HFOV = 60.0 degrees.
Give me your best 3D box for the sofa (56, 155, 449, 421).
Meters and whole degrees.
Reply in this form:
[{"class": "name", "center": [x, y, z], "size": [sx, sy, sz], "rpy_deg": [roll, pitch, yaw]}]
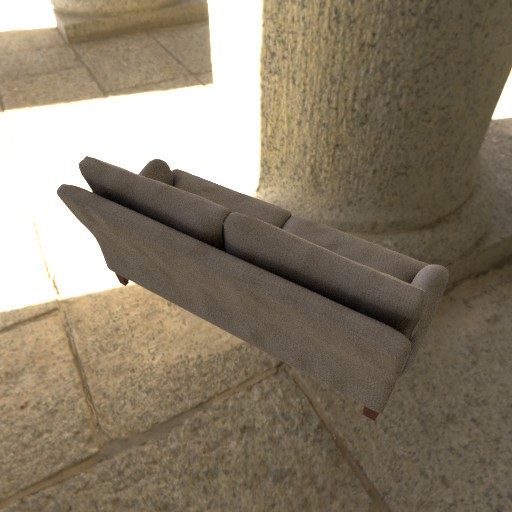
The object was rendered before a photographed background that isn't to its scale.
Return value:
[{"class": "sofa", "center": [0.000, 0.000, 2.819], "size": [2.193, 1.096, 1.069], "rpy_deg": [24, 50, 22]}]
